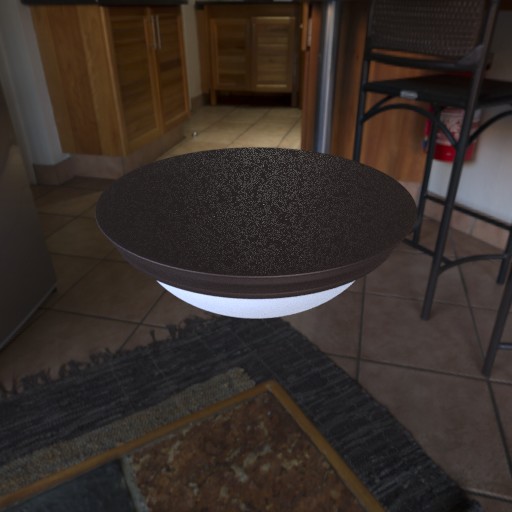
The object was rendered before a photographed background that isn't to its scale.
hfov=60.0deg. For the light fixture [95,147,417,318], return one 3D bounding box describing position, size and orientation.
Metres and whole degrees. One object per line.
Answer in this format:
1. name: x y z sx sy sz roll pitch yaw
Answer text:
1. light fixture: 0.000 0.000 0.437 0.280 0.135 0.280 0 30 0
